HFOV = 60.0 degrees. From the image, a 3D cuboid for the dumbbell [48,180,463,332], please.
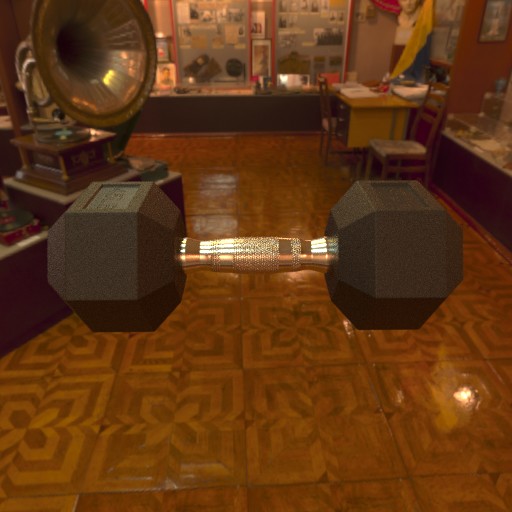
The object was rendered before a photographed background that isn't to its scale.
[{"bbox_3d":[0.000,0.000,0.417,0.356,0.123,0.141,0,29,-1],"label":"dumbbell"}]
